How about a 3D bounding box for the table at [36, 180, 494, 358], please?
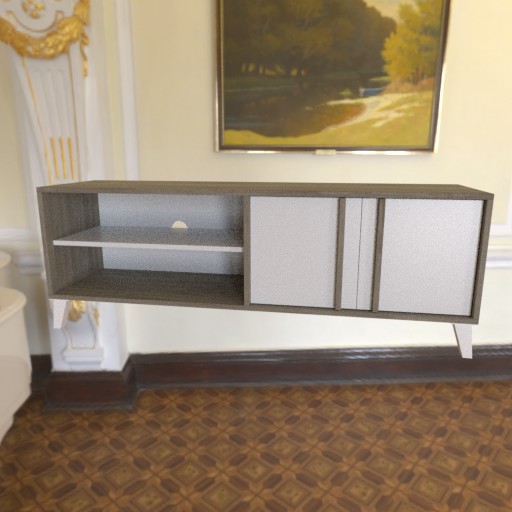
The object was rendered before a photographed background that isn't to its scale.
[{"bbox_3d":[0.000,0.000,1.687,1.500,0.530,0.400,2,13,9],"label":"table"}]
